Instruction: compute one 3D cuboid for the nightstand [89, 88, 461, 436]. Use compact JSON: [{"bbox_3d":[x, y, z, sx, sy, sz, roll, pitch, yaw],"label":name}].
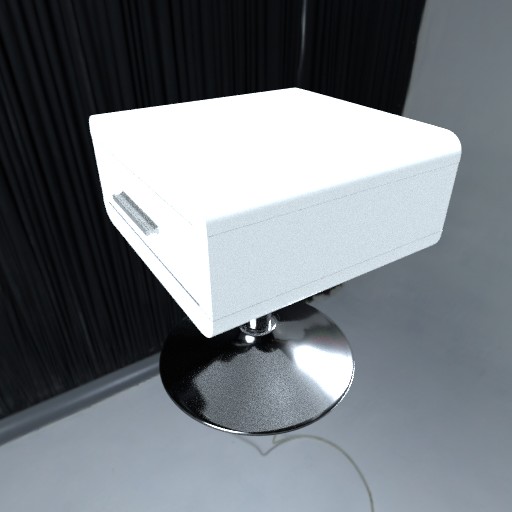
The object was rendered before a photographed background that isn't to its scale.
[{"bbox_3d":[0.000,0.000,0.751,0.404,0.447,0.399,-19,36,-28],"label":"nightstand"}]
